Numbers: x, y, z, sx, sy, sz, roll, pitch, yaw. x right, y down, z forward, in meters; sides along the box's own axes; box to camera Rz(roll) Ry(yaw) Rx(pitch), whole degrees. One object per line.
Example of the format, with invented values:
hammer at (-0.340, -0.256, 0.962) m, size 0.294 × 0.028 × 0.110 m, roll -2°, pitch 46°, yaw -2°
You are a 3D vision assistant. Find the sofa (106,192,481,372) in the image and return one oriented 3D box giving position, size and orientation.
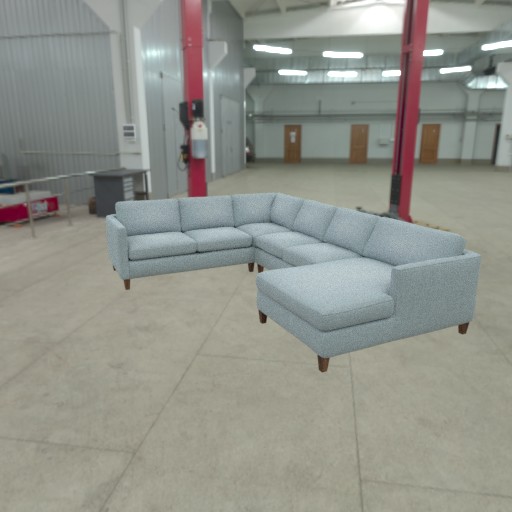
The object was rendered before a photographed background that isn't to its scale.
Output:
sofa at (0.000, 0.000, 4.620) m, size 2.551 × 0.889 × 3.403 m, roll -7°, pitch 17°, yaw -25°
